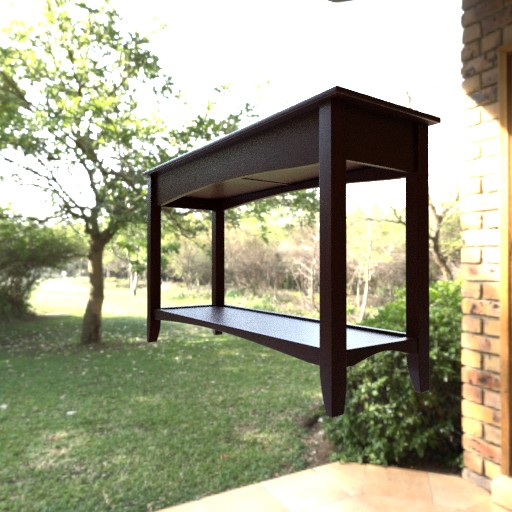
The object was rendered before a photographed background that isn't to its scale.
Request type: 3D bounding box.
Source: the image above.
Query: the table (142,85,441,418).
[{"bbox_3d":[0.000,0.000,1.566,0.392,0.739,1.188,0,-1,-35],"label":"table"}]
